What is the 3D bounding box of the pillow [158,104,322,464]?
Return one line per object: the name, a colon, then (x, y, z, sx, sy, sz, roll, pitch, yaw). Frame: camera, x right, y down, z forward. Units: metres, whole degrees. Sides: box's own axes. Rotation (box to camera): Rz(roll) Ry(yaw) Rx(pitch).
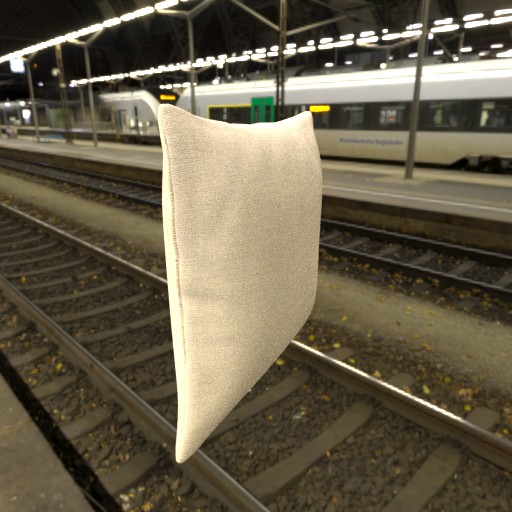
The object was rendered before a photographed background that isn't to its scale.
pillow: (0.000, 0.000, 0.807, 0.166, 0.510, 0.523, 8, 19, 24)
